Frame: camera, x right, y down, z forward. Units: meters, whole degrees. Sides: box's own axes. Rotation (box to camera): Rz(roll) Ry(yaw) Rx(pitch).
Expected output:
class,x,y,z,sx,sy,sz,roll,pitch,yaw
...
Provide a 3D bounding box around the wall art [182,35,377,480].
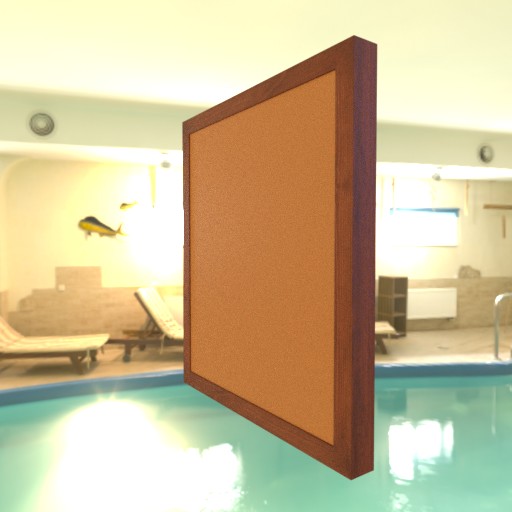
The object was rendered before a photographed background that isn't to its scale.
class,x,y,z,sx,sy,sz,roll,pitch,yaw
wall art,0.000,0.000,0.523,0.030,0.381,0.330,-1,2,-35
